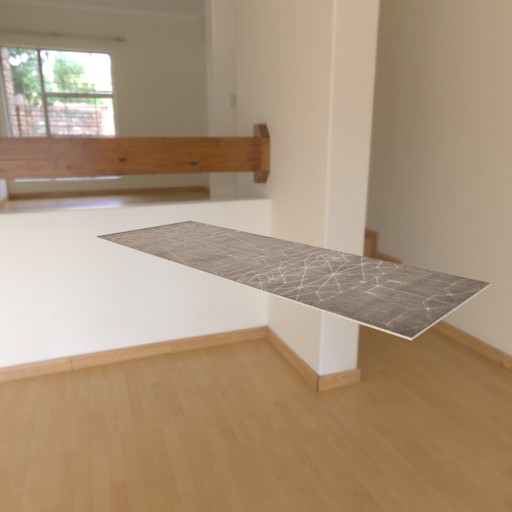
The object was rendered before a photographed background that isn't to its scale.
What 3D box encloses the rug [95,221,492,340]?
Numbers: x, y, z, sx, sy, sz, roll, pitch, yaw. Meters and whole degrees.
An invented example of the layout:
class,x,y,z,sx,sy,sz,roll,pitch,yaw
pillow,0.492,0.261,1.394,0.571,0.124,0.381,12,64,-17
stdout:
class,x,y,z,sx,sy,sz,roll,pitch,yaw
rug,0.000,0.000,2.680,2.388,0.012,0.864,14,21,42
